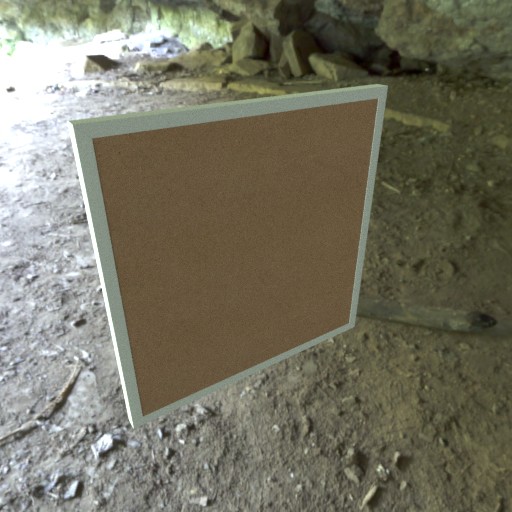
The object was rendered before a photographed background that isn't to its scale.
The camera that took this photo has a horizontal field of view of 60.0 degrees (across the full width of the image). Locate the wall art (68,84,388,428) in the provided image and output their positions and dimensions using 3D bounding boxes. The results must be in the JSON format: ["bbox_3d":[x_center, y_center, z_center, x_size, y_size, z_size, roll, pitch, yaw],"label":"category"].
[{"bbox_3d":[0.000,0.000,1.128,0.760,0.760,0.036,-18,34,-28],"label":"wall art"}]
